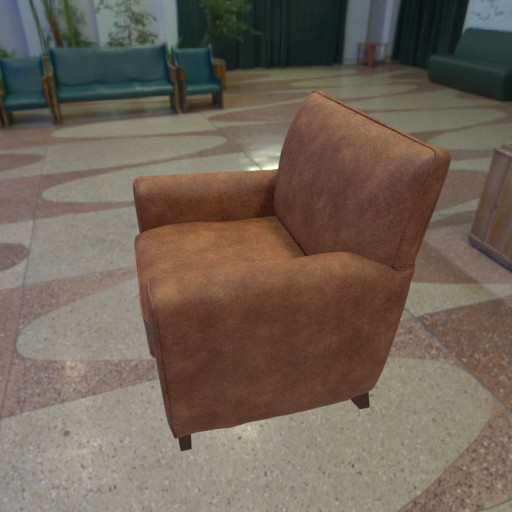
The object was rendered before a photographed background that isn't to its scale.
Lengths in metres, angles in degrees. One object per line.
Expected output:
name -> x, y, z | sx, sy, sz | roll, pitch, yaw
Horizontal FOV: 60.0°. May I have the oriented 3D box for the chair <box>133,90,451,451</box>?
chair -> 0.000, 0.000, 1.567 | 0.823, 0.943, 0.870 | -8, 32, -14
